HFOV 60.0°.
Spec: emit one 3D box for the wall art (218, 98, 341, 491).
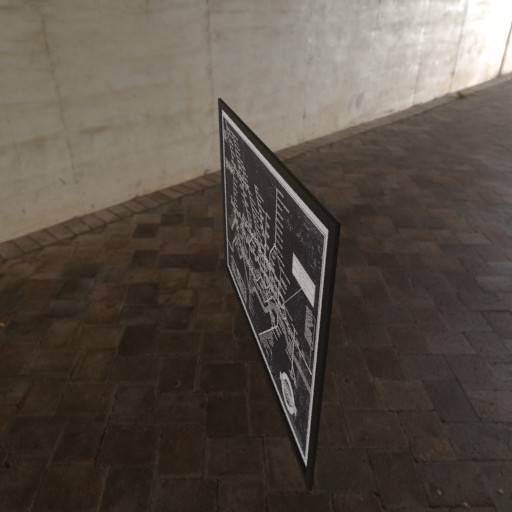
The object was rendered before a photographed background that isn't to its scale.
[{"bbox_3d":[0.000,0.000,1.504,0.013,0.811,1.192,-7,31,-12],"label":"wall art"}]
